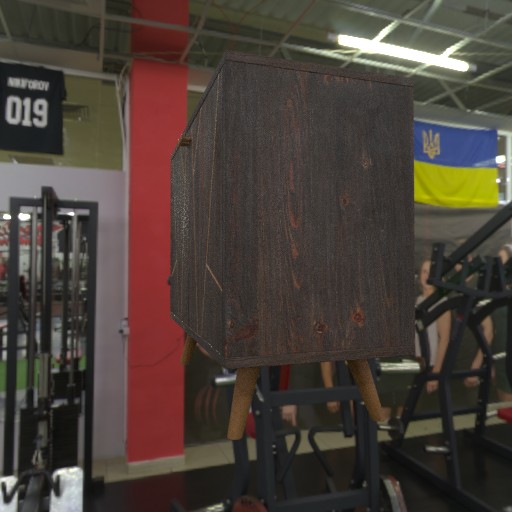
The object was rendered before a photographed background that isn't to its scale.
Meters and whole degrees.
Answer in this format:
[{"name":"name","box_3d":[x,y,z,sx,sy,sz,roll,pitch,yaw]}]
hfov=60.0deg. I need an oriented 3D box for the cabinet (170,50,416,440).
[{"name":"cabinet","box_3d":[0.000,0.000,1.537,0.529,0.897,1.023,0,-1,-18]}]
